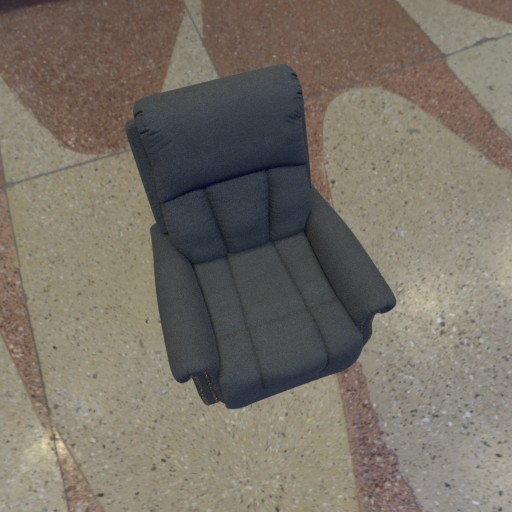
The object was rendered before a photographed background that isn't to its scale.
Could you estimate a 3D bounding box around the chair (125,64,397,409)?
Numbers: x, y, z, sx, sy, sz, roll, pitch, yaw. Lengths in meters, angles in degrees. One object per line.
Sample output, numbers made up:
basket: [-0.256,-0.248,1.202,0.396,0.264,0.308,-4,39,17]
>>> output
chair: [0.000,0.000,1.780,0.871,1.031,0.979,-17,64,-9]
